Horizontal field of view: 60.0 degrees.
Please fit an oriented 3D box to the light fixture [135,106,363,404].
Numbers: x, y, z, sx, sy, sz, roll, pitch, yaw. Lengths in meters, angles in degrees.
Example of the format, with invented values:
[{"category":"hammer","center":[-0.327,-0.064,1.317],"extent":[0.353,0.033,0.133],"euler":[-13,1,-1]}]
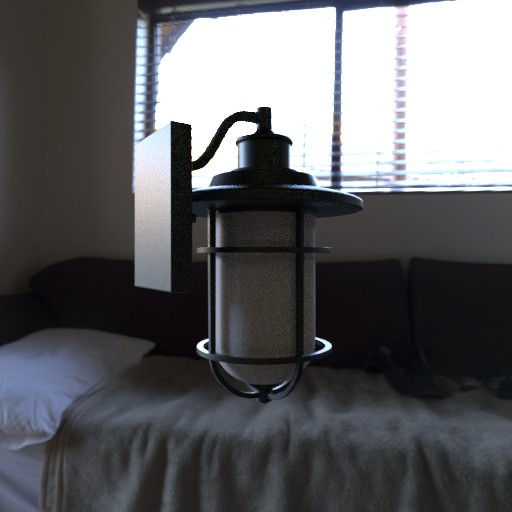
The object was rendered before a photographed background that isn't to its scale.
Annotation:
[{"category":"light fixture","center":[0.000,0.000,0.513],"extent":[0.252,0.345,0.222],"euler":[0,0,-33]}]
